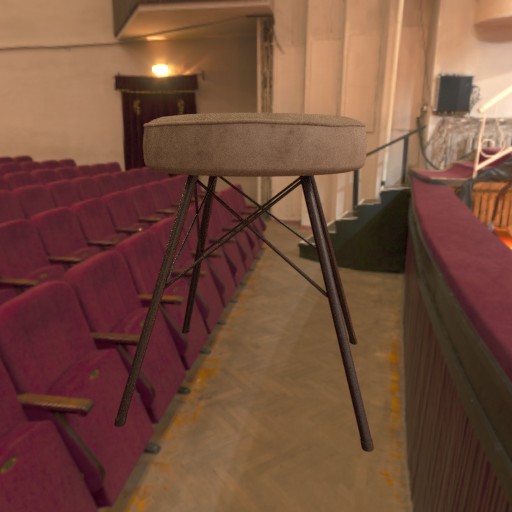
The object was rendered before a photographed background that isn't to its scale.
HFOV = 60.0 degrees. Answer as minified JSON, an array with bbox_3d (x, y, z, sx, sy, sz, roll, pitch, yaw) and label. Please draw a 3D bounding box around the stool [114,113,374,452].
[{"bbox_3d":[0.000,0.000,0.892,0.457,0.538,0.423,2,15,8],"label":"stool"}]
